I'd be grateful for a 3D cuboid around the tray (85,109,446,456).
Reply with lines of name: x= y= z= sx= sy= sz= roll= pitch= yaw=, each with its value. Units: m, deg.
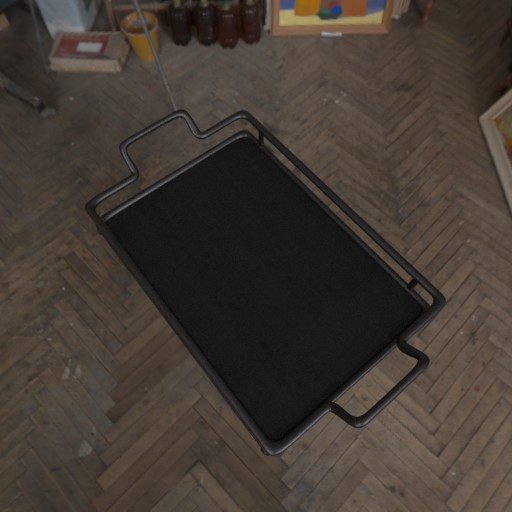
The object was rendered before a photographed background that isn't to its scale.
tray: x=0.000 y=0.000 z=0.610 sx=0.297 sy=0.101 sz=0.495 roll=-36 pitch=69 yaw=-16
